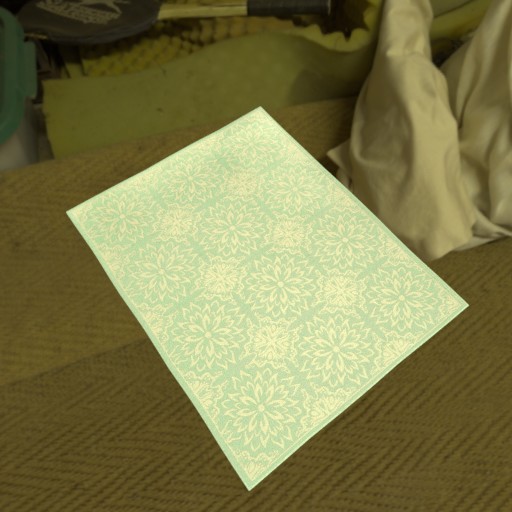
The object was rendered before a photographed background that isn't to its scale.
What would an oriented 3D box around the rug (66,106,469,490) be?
[{"bbox_3d":[0.000,0.000,4.054,2.363,0.012,2.980,-33,67,-17],"label":"rug"}]
